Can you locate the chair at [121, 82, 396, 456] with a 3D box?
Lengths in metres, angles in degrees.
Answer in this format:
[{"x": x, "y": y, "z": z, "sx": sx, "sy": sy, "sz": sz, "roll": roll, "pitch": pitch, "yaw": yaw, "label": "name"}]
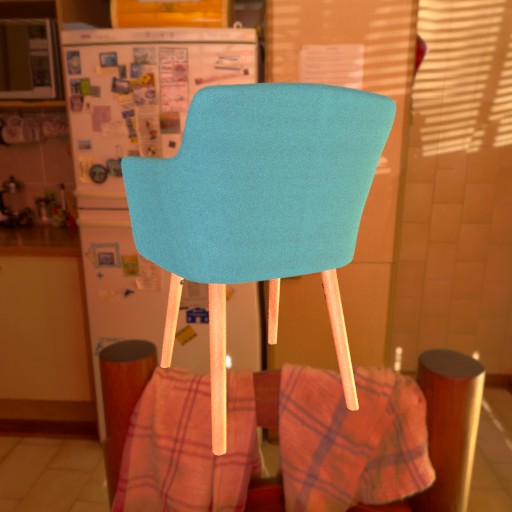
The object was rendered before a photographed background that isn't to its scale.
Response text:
[{"x": 0.000, "y": 0.000, "z": 1.141, "sx": 0.570, "sy": 0.780, "sz": 0.540, "roll": -7, "pitch": 16, "yaw": -26, "label": "chair"}]
